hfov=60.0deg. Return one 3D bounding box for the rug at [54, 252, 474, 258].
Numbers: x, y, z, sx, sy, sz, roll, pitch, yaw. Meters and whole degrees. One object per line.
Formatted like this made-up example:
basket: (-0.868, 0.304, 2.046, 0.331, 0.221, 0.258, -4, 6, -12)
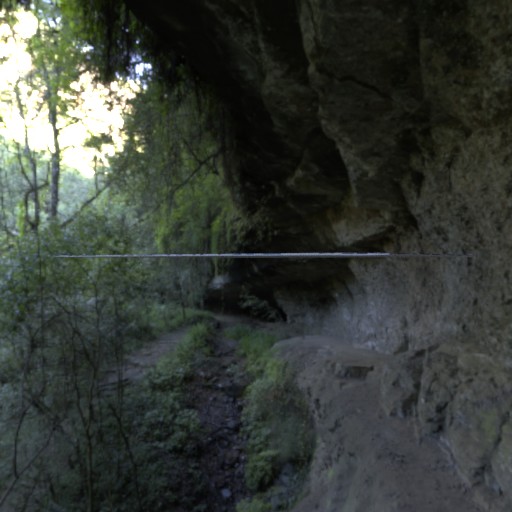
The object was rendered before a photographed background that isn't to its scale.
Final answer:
rug: (0.000, 0.000, 2.103, 1.698, 0.013, 1.072, 0, -1, 37)
